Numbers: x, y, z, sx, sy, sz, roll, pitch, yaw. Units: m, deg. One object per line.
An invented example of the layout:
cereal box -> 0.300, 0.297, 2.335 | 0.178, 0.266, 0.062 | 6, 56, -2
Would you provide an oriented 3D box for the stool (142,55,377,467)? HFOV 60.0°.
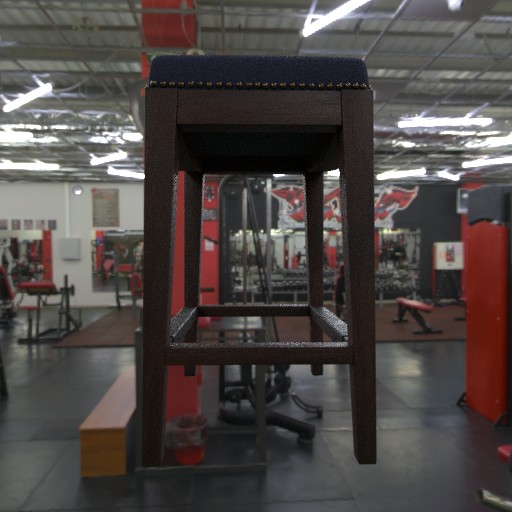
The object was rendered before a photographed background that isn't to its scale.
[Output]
stool -> 0.000, 0.000, 0.921 | 0.361, 0.642, 0.500 | 0, 1, -1
